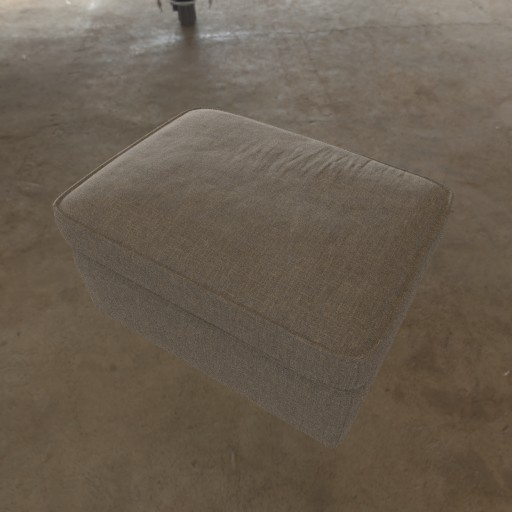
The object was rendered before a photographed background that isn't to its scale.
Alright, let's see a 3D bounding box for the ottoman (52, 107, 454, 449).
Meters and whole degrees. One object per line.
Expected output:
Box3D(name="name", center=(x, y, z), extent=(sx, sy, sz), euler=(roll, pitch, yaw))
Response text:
Box3D(name="ottoman", center=(0.000, 0.000, 1.111), extent=(0.762, 0.457, 0.559), euler=(24, 51, 21))
